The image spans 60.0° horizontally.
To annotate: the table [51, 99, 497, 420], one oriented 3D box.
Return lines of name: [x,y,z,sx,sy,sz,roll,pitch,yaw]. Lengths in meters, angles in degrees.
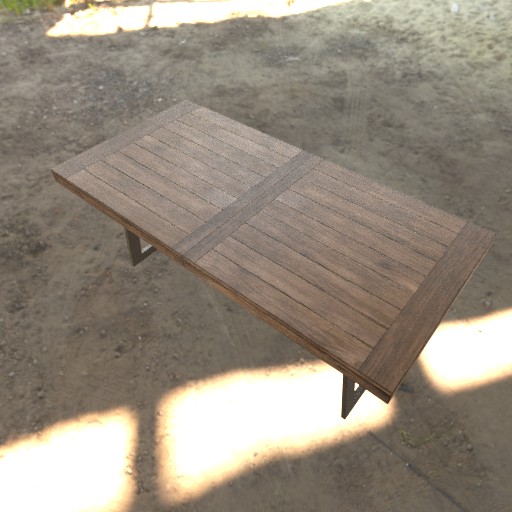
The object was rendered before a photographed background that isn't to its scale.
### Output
table: [0.000,0.000,2.303,1.867,0.757,0.931,31,54,26]
